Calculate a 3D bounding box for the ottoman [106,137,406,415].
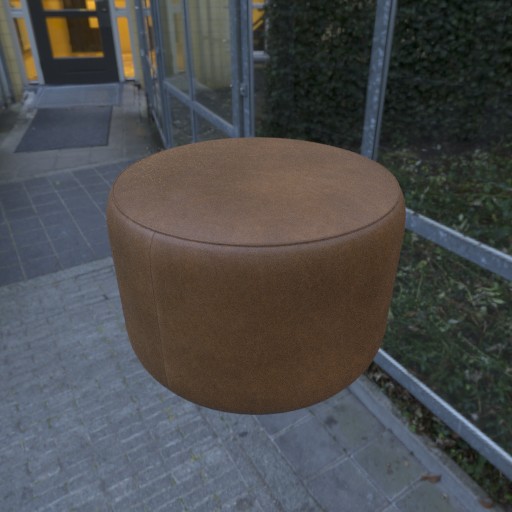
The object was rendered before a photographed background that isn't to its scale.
[{"bbox_3d":[0.000,0.000,1.001,0.607,0.438,0.607,0,30,0],"label":"ottoman"}]
